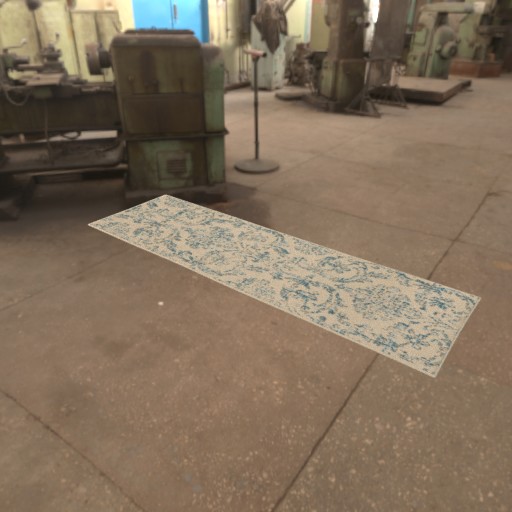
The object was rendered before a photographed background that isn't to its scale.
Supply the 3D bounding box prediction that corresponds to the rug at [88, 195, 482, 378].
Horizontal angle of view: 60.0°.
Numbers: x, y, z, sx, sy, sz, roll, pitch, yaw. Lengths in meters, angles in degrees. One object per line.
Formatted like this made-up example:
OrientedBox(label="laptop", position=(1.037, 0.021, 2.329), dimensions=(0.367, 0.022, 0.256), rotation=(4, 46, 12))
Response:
OrientedBox(label="rug", position=(0.000, 0.000, 2.460), dimensions=(2.196, 0.011, 0.662), rotation=(21, 35, 32))
